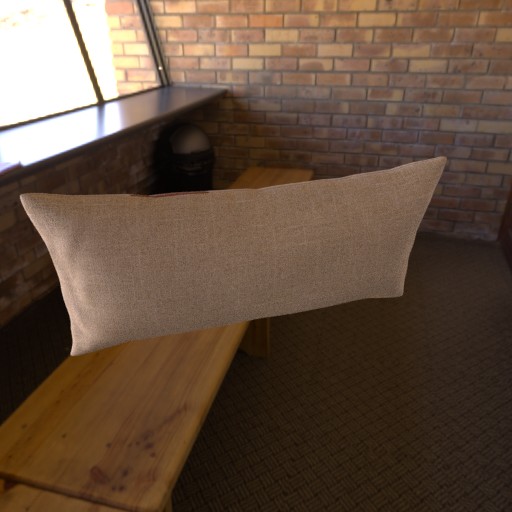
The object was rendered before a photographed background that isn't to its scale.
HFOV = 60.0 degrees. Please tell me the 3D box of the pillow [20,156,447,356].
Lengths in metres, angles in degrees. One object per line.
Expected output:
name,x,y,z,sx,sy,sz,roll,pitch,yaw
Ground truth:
pillow,0.000,0.000,0.700,0.612,0.282,0.155,-8,28,-15
